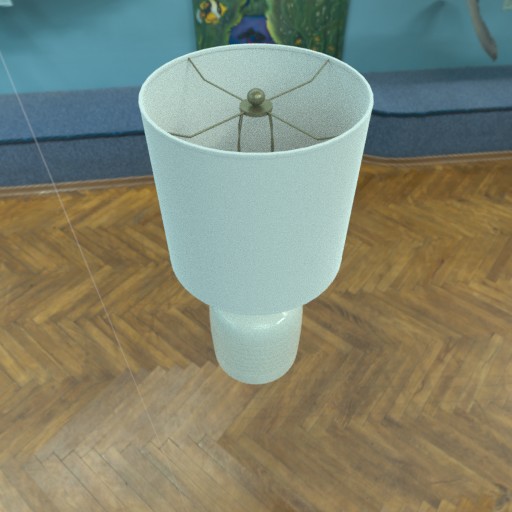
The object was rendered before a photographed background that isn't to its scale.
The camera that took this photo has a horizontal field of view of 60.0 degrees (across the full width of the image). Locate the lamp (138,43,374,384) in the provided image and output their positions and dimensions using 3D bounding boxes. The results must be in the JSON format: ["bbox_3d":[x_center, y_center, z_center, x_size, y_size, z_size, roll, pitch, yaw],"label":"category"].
[{"bbox_3d":[0.000,0.000,0.501,0.188,0.392,0.188,-3,47,-3],"label":"lamp"}]
